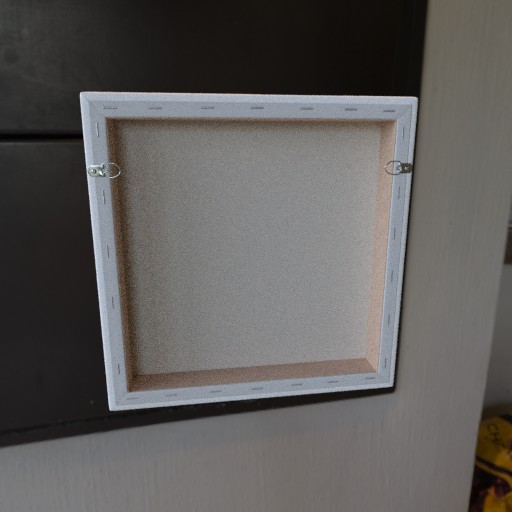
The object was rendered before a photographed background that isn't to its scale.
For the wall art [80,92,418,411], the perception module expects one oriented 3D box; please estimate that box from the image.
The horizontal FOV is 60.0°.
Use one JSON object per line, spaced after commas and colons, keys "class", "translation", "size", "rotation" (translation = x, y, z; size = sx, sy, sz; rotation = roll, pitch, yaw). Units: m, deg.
{"class": "wall art", "translation": [0.000, 0.000, 0.445], "size": [0.303, 0.304, 0.036], "rotation": [-2, 15, -8]}
